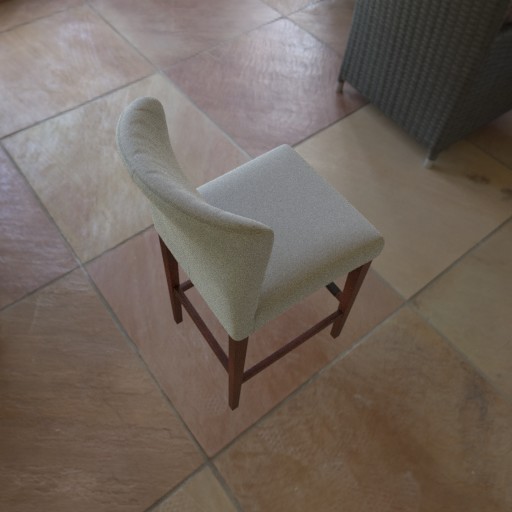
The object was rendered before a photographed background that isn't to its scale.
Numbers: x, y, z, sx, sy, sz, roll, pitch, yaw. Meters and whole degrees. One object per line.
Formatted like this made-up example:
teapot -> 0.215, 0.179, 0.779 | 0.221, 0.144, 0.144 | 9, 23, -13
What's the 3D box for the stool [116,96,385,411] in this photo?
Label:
stool -> 0.000, 0.000, 1.349 | 0.568, 1.069, 0.479 | -30, 62, -18
